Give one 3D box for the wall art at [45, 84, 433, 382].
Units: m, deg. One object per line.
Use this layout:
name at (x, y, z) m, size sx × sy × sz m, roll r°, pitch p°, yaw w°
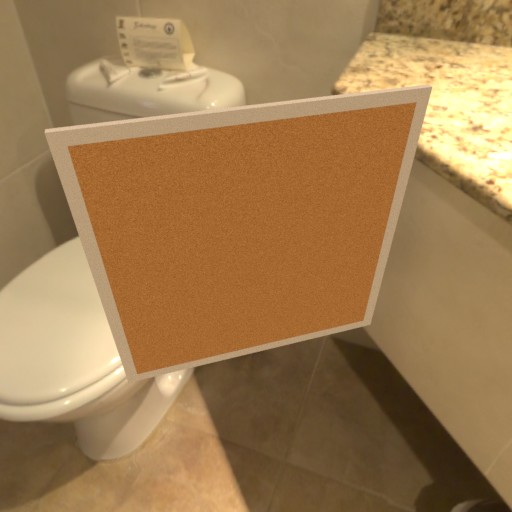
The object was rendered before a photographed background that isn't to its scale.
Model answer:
wall art at (0.000, 0.000, 0.658) m, size 0.456 × 0.457 × 0.009 m, roll -11°, pitch 42°, yaw -12°
